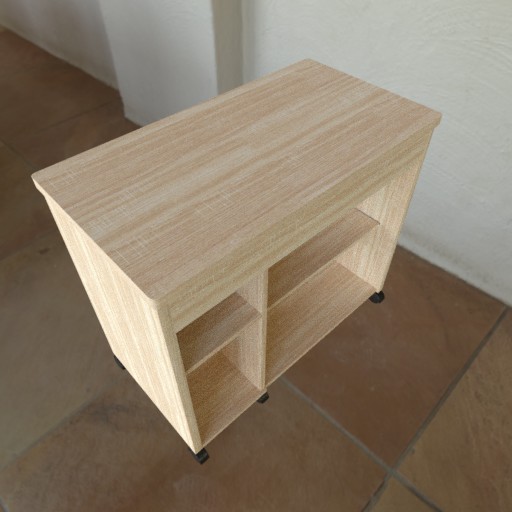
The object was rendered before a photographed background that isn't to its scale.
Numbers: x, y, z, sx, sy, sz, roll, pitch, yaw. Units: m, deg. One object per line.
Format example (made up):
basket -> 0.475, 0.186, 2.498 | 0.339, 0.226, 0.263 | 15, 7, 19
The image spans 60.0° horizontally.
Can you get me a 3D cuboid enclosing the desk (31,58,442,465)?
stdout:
desk -> 0.000, 0.000, 1.317 | 0.884, 0.770, 0.480 | -34, 55, -28
